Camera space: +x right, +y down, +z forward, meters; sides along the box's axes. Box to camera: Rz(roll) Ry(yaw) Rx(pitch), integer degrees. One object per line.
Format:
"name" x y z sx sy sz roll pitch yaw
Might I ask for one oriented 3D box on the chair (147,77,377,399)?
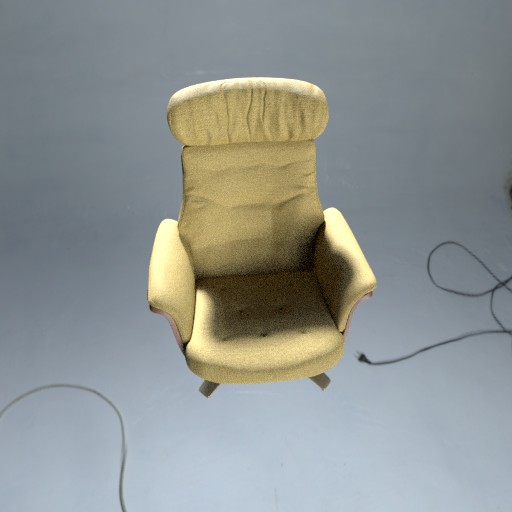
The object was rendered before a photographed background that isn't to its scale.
"chair" 0.000 0.000 1.625 0.785 0.995 0.837 -4 46 -3
